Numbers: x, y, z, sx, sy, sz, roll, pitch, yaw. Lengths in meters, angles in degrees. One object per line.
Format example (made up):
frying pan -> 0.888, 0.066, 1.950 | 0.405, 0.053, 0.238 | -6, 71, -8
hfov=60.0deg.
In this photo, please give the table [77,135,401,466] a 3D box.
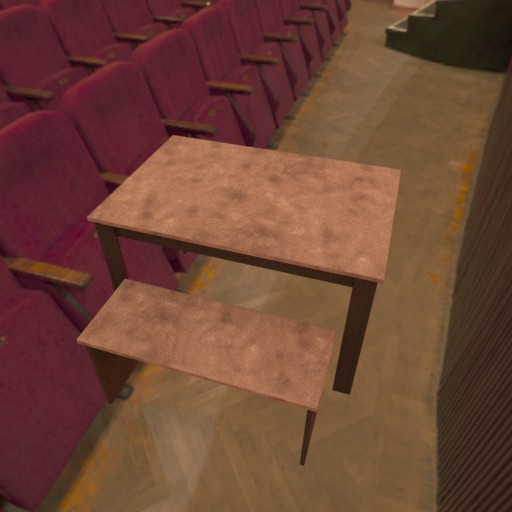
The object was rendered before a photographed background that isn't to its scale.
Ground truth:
table -> 0.000, 0.000, 2.036 | 1.100, 0.700, 1.443 | 12, 42, 14
